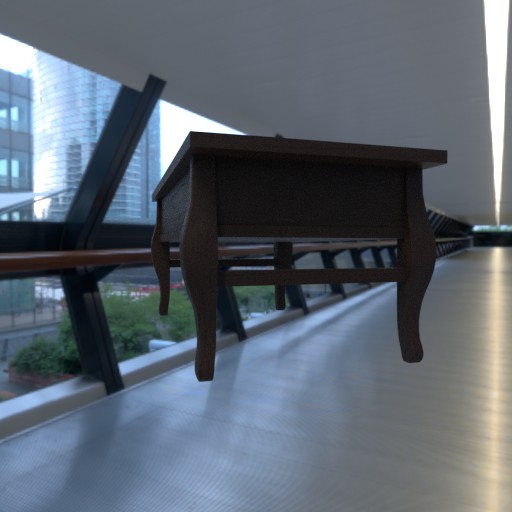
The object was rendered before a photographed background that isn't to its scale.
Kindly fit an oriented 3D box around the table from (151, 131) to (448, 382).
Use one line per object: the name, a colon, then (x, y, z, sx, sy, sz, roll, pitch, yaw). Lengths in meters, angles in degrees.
table: (0.000, 0.000, 1.430, 0.600, 0.494, 1.062, 0, 1, -17)
